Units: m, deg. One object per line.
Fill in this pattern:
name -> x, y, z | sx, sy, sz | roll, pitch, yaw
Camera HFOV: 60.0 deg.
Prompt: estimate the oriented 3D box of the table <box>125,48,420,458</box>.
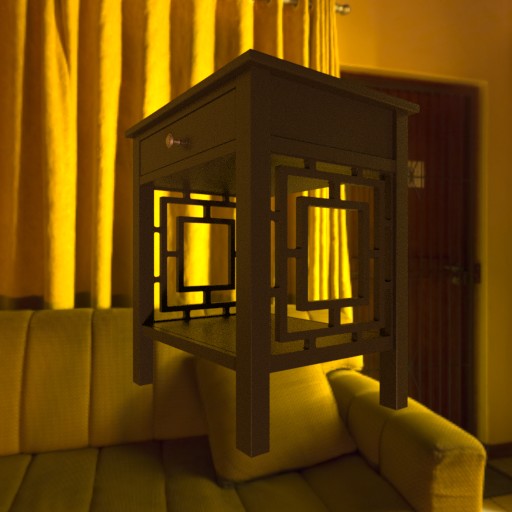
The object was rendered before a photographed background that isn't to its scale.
table -> 0.000, 0.000, 1.039 | 0.451, 0.646, 0.564 | 0, 0, -36
